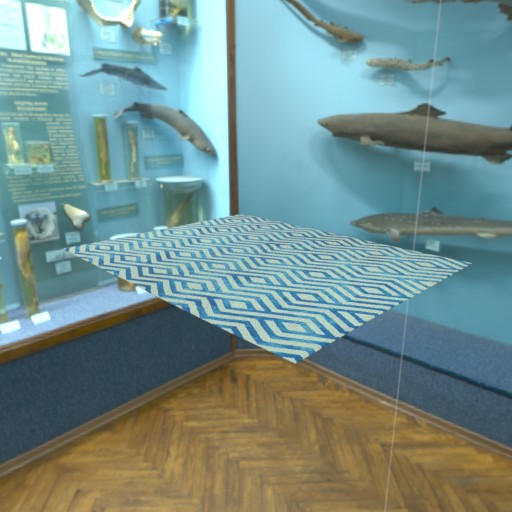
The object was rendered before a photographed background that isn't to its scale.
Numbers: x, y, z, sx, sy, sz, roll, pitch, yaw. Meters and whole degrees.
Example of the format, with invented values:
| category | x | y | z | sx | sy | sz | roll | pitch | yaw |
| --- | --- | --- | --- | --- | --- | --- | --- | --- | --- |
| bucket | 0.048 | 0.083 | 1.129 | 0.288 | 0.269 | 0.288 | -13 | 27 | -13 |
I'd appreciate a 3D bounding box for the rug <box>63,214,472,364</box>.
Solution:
| category | x | y | z | sx | sy | sz | roll | pitch | yaw |
| --- | --- | --- | --- | --- | --- | --- | --- | --- | --- |
| rug | 0.000 | 0.000 | 4.215 | 2.453 | 0.008 | 3.059 | -16 | 23 | -42 |
